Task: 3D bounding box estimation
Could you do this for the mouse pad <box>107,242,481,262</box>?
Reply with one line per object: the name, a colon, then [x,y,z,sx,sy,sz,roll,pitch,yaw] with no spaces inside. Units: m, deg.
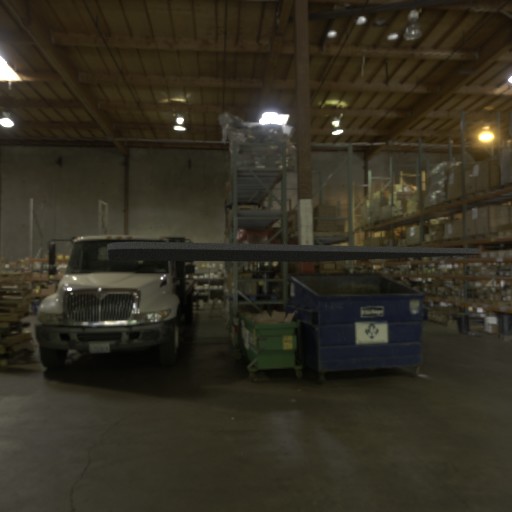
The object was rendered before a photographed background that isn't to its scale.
mouse pad: [0.000,0.000,0.321,0.203,0.003,0.229,1,-2,-18]
